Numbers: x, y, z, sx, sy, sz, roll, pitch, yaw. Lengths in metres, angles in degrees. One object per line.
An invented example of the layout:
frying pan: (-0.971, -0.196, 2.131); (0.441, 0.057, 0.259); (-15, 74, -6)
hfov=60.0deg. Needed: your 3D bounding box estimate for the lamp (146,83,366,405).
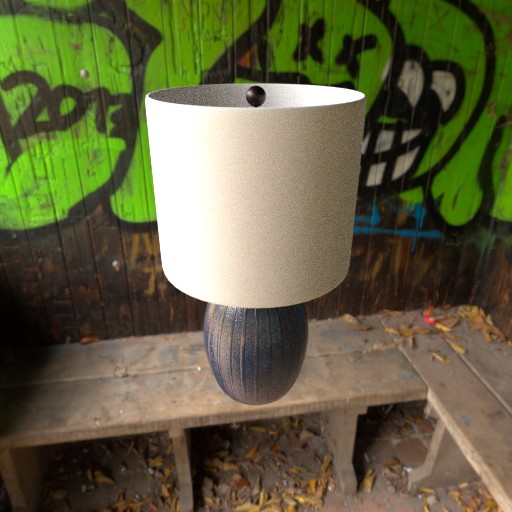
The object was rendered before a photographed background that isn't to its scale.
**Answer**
lamp: (0.000, 0.000, 0.792); (0.329, 0.570, 0.329); (-19, 32, -33)
